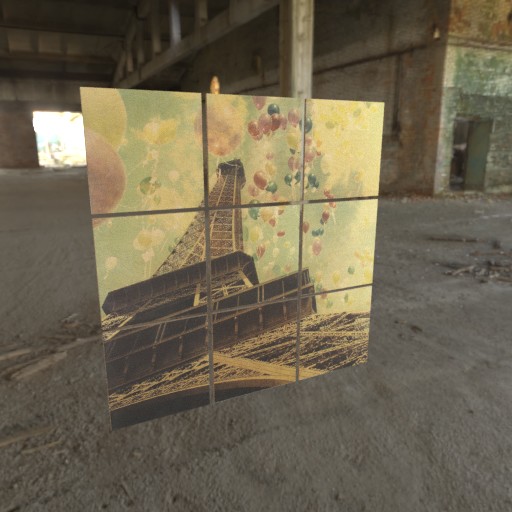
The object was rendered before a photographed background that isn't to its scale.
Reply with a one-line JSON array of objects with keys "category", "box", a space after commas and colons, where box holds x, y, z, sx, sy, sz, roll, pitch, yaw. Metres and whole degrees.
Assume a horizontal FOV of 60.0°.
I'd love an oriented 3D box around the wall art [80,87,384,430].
[{"category": "wall art", "box": [0.000, 0.000, 1.786, 1.219, 1.218, 0.013, -7, 16, -26]}]
